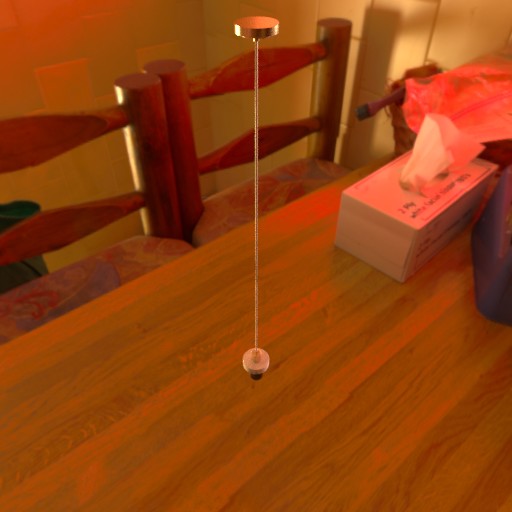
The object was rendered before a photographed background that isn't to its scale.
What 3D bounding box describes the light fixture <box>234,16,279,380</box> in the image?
[{"bbox_3d":[0.000,0.000,1.738,0.129,1.669,0.129,14,43,15],"label":"light fixture"}]
